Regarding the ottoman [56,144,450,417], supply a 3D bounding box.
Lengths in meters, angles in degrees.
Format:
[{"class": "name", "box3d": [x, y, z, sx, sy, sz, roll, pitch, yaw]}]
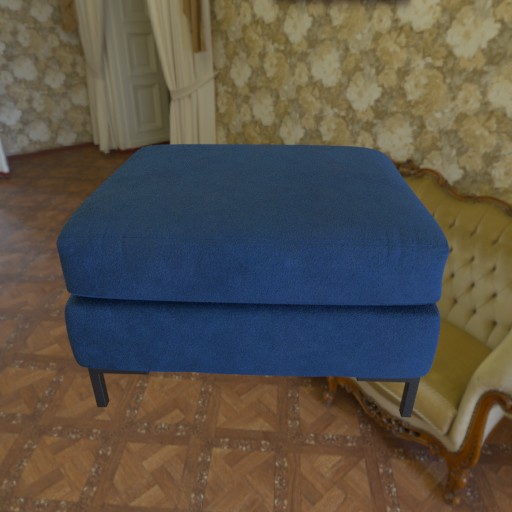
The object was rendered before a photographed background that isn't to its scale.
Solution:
[{"class": "ottoman", "box3d": [0.000, 0.000, 1.178, 0.794, 0.485, 0.655, 1, 29, 2]}]
